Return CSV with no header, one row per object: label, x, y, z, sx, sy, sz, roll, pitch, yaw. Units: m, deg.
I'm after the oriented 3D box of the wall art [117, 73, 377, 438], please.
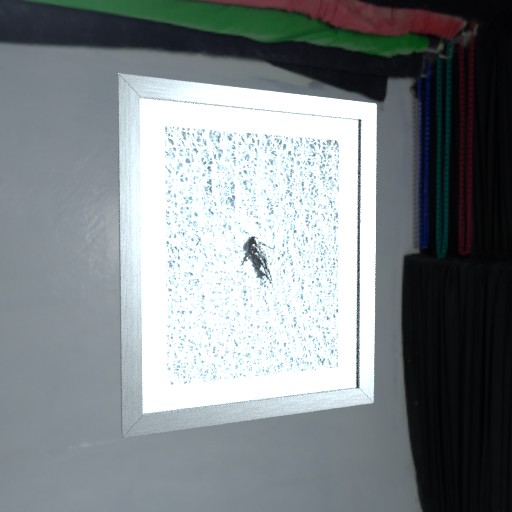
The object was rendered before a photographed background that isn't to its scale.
wall art,0.000,0.000,0.524,0.308,0.379,0.030,-1,2,-19
